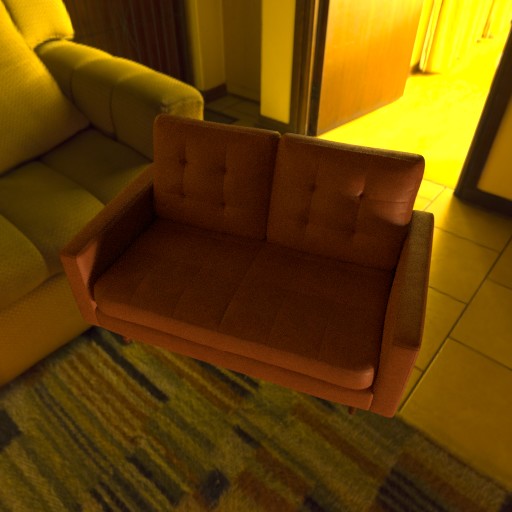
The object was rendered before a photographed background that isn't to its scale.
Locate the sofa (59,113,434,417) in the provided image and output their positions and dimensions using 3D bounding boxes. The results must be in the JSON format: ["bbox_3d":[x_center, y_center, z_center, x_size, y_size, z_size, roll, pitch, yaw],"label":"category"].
[{"bbox_3d":[0.000,0.000,1.957,1.430,0.898,0.868,13,43,15],"label":"sofa"}]
